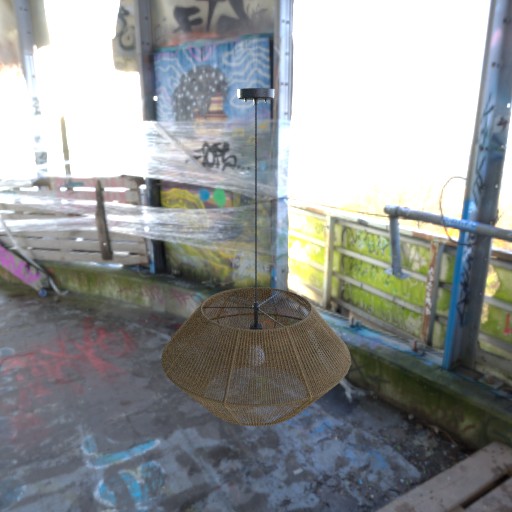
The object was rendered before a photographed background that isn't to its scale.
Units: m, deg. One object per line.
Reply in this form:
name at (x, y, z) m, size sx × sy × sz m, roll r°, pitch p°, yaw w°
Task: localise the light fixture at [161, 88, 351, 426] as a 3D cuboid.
light fixture at (0.000, 0.000, 1.432) m, size 0.643 × 1.009 × 0.643 m, roll 0°, pitch 16°, yaw 0°
